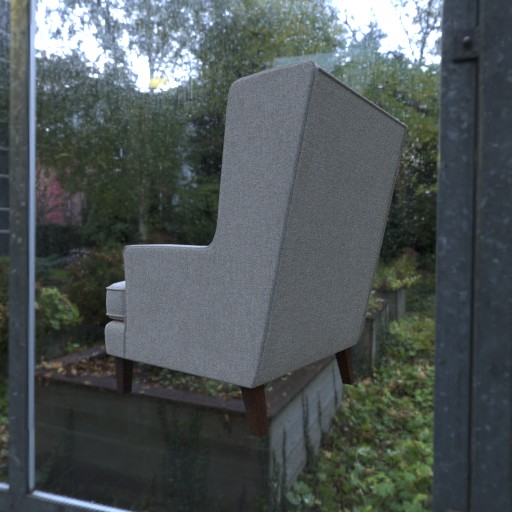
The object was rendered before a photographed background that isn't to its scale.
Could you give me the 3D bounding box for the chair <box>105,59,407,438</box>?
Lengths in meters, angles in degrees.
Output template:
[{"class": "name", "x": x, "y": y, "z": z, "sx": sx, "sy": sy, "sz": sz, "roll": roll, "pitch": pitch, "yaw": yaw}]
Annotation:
[{"class": "chair", "x": 0.000, "y": 0.000, "z": 1.756, "sx": 0.948, "sy": 1.082, "sz": 0.764, "roll": 1, "pitch": 1, "yaw": 37}]
